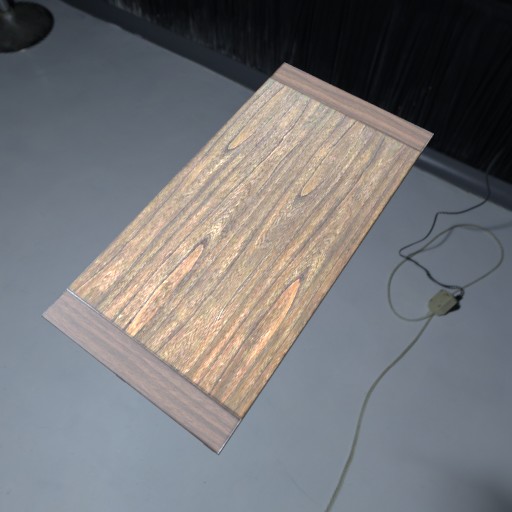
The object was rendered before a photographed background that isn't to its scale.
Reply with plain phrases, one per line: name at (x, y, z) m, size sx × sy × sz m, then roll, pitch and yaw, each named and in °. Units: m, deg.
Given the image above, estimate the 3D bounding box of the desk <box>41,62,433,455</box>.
desk at (0.000, 0.000, 2.034) m, size 0.784 × 0.725 × 1.543 m, roll 32°, pitch 68°, yaw 15°
